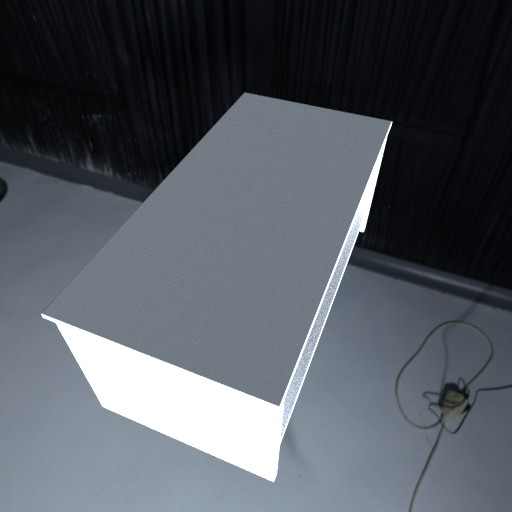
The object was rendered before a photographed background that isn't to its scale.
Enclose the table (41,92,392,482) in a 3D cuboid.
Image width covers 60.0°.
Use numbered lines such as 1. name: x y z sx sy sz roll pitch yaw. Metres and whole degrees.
1. table: 0.000 0.000 1.280 0.500 0.441 1.000 17 49 15
